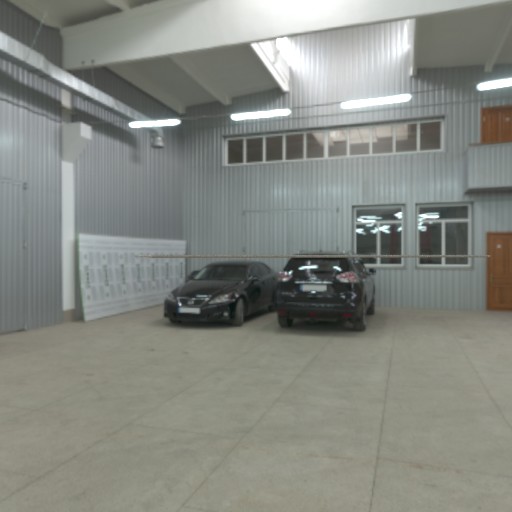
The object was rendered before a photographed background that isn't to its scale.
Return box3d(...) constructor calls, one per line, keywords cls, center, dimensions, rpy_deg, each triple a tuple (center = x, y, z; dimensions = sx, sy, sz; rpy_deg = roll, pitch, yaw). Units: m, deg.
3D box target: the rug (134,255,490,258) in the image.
box3d(cls="rug", center=(0.000, 0.000, 2.968), dimensions=(1.524, 0.011, 2.438), rpy_deg=(0, 0, -17))
